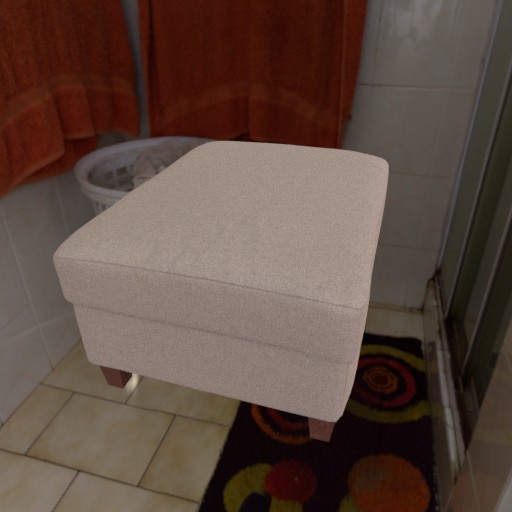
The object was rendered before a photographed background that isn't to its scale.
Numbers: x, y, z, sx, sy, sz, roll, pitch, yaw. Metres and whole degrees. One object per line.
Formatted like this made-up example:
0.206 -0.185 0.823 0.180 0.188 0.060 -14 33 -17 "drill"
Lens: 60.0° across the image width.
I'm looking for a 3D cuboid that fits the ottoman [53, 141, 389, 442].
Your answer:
0.000 0.000 1.334 0.692 0.511 0.902 9 32 15 "ottoman"
